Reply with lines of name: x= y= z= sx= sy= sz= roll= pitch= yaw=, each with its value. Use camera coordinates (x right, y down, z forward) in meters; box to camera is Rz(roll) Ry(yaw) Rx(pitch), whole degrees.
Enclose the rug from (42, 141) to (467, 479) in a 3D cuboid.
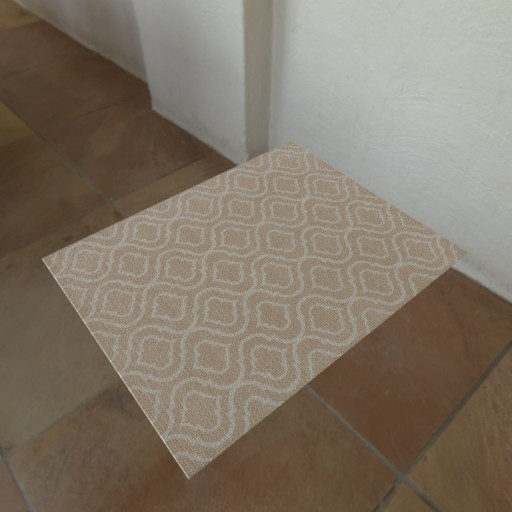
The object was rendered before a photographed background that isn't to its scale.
rug: x=0.000 y=0.000 z=3.840 sx=2.894 sy=0.013 sz=2.286 roll=-31 pitch=54 yaw=-26
